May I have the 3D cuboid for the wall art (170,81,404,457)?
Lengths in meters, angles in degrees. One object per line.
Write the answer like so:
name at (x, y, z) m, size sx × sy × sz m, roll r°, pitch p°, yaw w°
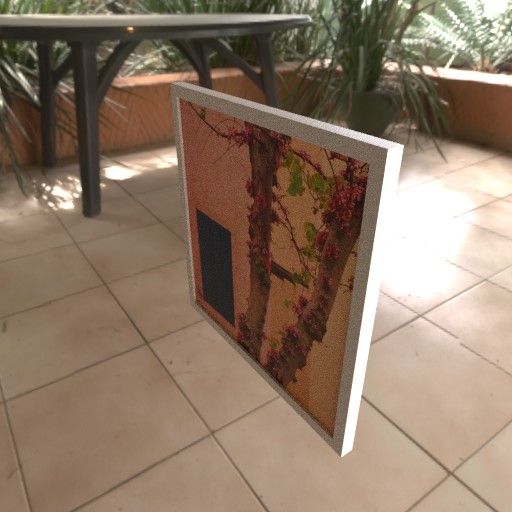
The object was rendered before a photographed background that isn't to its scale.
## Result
wall art at (0.000, 0.000, 1.163) m, size 0.038 × 0.762 × 0.762 m, roll -20°, pitch 36°, yaw -30°
